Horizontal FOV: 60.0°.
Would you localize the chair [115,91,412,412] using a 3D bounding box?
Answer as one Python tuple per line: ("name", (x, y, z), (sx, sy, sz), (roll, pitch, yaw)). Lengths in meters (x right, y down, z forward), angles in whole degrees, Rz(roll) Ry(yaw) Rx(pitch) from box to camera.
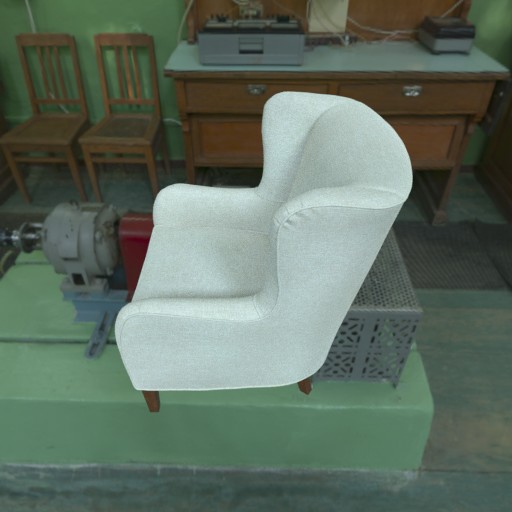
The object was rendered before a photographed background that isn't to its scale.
("chair", (0.000, 0.000, 1.770), (0.966, 1.040, 0.838), (0, 40, 0))
